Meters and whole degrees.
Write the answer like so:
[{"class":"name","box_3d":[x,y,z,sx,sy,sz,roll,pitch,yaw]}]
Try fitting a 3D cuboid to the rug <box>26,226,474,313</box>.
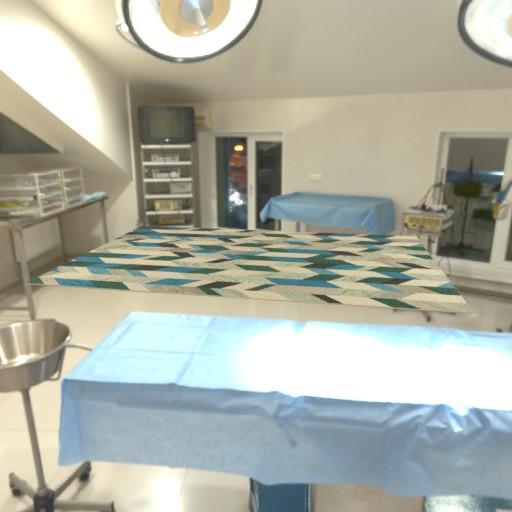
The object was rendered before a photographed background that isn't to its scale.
[{"class":"rug","box_3d":[0.000,0.000,2.341,1.827,0.005,1.229,3,16,10]}]
